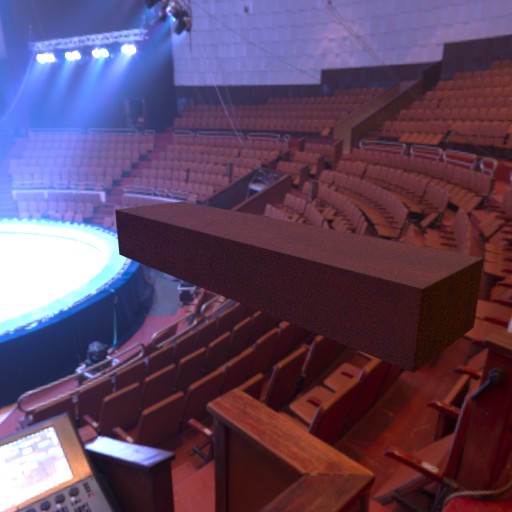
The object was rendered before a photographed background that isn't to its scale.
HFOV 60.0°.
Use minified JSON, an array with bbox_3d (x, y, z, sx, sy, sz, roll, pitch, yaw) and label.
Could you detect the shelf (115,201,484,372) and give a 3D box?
[{"bbox_3d":[0.000,0.000,0.687,0.152,0.088,0.607,-15,21,-42],"label":"shelf"}]
